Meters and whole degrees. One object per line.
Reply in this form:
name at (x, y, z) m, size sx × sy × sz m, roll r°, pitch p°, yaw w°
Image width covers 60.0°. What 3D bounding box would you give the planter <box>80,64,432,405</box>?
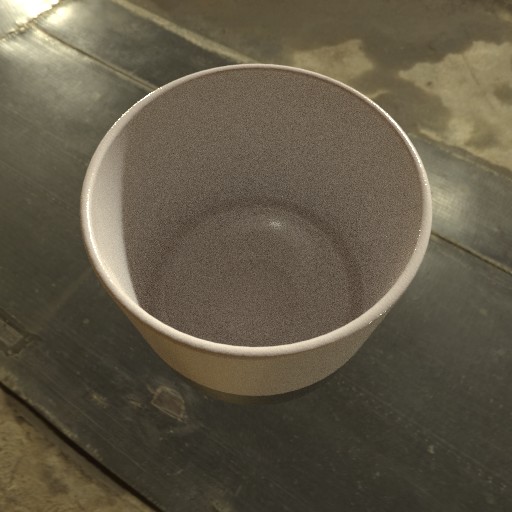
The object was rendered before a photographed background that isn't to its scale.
planter at (0.000, 0.000, 0.323) m, size 0.193 × 0.177 × 0.193 m, roll 0°, pitch 63°, yaw 0°
